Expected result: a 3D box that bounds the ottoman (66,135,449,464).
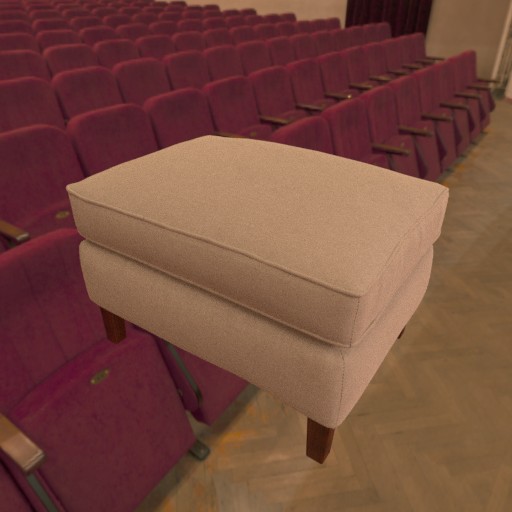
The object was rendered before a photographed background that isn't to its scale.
[{"bbox_3d":[0.000,0.000,0.980,0.665,0.456,0.501,20,36,29],"label":"ottoman"}]
